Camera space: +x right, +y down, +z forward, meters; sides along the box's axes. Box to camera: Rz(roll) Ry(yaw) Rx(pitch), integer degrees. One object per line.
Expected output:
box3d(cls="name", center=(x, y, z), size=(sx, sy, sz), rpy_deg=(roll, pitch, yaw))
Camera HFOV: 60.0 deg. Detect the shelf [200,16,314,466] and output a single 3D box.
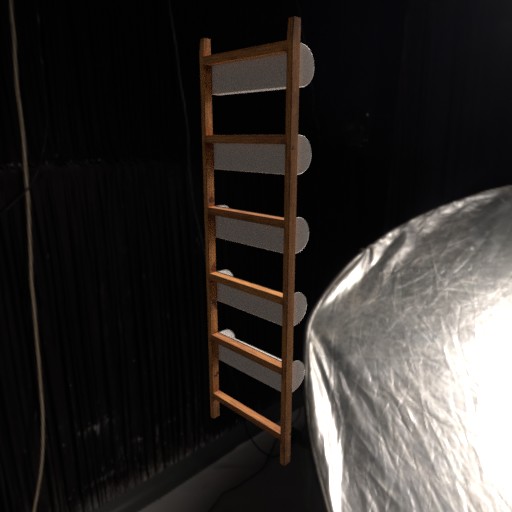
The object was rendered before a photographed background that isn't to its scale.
box3d(cls="shelf", center=(0.000, 0.000, 1.737), size=(0.454, 1.600, 0.141), rpy_deg=(15, 21, 43))
